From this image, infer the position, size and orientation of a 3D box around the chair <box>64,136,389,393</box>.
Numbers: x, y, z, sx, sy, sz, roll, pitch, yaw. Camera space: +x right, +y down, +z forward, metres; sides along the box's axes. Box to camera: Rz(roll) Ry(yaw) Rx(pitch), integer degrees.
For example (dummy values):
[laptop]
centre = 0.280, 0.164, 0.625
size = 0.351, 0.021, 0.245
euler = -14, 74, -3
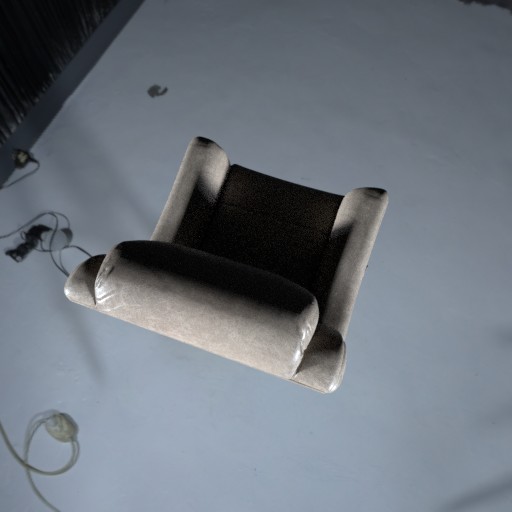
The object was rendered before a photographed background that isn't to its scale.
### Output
[chair]
centre = 0.000, 0.000, 1.880
size = 0.967, 1.116, 1.068
euler = 18, 65, 9
